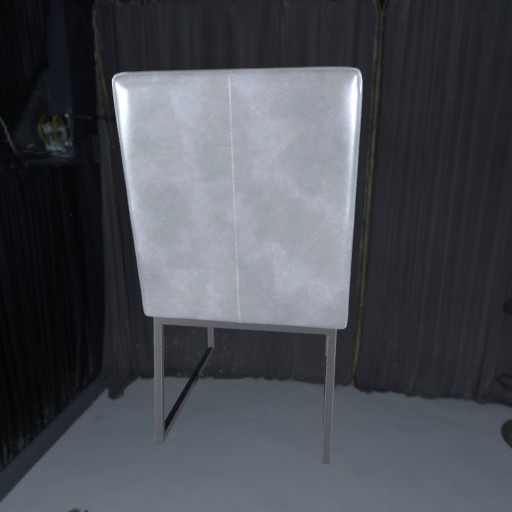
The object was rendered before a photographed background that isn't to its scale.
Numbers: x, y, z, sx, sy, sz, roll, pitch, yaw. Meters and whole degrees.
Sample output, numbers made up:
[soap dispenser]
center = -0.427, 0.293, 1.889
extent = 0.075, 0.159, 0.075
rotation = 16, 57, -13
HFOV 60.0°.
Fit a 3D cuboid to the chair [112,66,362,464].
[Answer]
[chair]
center = 0.000, 0.000, 1.274
extent = 0.520, 0.930, 0.634
rotation = 2, 15, 9
